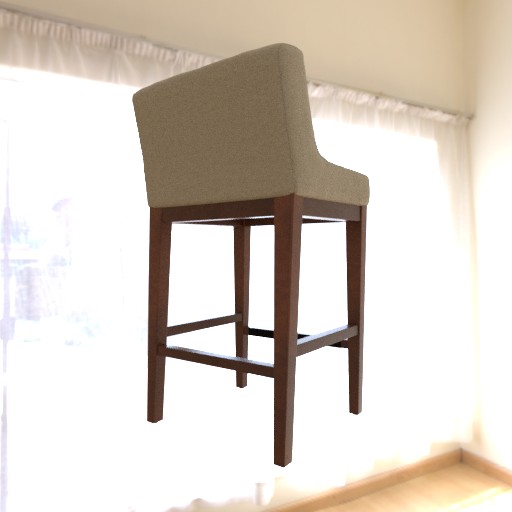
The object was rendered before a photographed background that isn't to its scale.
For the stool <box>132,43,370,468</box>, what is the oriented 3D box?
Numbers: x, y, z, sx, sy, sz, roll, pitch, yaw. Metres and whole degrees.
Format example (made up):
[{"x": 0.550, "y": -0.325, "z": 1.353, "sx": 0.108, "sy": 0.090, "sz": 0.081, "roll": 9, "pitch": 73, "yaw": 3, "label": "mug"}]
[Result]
[{"x": 0.000, "y": 0.000, "z": 1.266, "sx": 0.511, "sy": 0.937, "sz": 0.500, "roll": 0, "pitch": 0, "yaw": 36, "label": "stool"}]
